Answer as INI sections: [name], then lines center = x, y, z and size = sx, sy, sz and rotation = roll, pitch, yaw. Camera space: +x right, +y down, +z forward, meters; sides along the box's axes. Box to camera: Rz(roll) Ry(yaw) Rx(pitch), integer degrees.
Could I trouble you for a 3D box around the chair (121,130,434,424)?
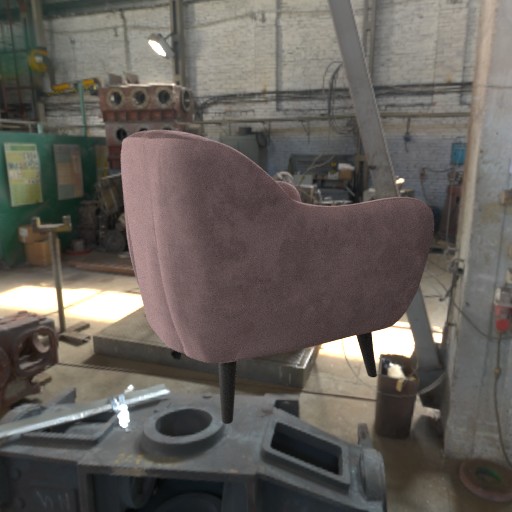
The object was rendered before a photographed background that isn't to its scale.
[chair]
center = 0.000, 0.000, 1.532
size = 0.820, 0.820, 0.840
rotation = -7, 15, -25
